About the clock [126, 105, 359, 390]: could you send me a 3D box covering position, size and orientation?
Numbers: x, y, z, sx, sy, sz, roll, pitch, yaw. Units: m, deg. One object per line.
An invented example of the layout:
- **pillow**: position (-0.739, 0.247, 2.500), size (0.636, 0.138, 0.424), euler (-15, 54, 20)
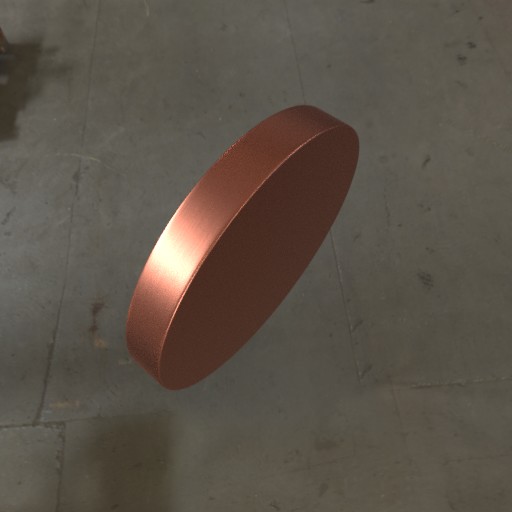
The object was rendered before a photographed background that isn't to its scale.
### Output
- **clock**: position (0.000, 0.000, 0.463), size (0.040, 0.313, 0.313), euler (36, 67, 18)
